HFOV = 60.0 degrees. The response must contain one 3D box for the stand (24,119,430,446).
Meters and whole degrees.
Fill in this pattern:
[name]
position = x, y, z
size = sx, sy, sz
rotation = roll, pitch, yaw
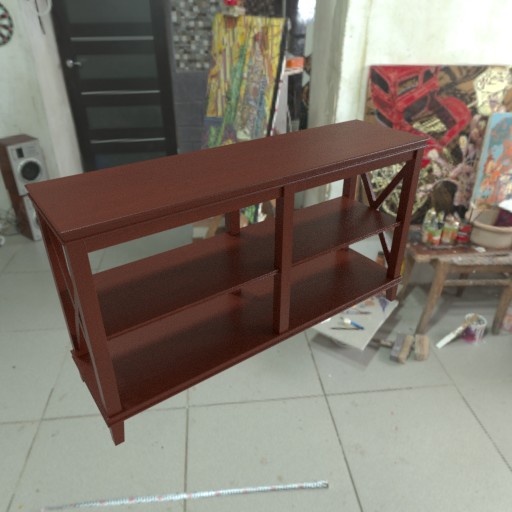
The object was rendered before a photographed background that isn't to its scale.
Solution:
[stand]
position = 0.000, 0.000, 1.678
size = 1.372, 0.762, 0.381
rotation = -20, 36, -30
